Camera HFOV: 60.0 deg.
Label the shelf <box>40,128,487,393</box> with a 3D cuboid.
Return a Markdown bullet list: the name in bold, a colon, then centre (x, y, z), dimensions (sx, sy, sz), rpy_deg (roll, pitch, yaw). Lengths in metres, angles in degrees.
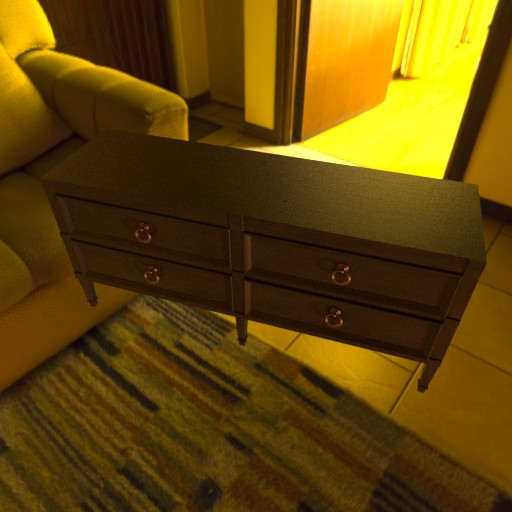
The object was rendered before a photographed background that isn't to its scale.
- **shelf**: centre (0.000, 0.000, 1.885), dimensions (1.575, 0.719, 0.479), rpy_deg (12, 42, 14)
